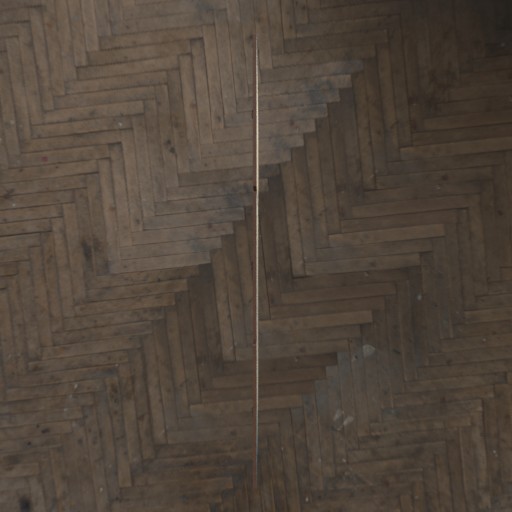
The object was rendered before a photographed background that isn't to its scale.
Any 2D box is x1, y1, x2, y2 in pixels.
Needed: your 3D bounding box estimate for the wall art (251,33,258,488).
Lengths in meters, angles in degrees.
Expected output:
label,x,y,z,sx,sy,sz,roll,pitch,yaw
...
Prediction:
label,x,y,z,sx,sy,sz,roll,pitch,yaw
wall art,0.000,0.000,2.255,0.019,1.532,1.533,0,93,1
